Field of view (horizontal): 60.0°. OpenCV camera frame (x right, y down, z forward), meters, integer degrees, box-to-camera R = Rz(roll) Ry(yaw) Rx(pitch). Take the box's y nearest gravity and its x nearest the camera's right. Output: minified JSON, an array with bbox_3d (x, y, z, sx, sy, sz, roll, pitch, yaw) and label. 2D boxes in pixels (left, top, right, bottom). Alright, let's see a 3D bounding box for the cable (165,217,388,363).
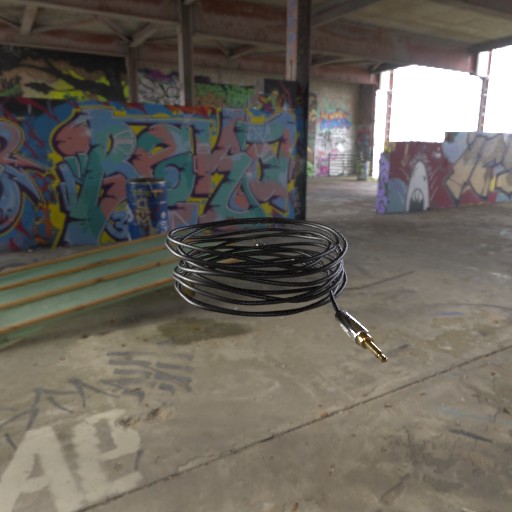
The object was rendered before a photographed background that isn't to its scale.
[{"bbox_3d":[0.000,0.000,0.501,0.198,0.069,0.432,-2,14,-10],"label":"cable"}]
